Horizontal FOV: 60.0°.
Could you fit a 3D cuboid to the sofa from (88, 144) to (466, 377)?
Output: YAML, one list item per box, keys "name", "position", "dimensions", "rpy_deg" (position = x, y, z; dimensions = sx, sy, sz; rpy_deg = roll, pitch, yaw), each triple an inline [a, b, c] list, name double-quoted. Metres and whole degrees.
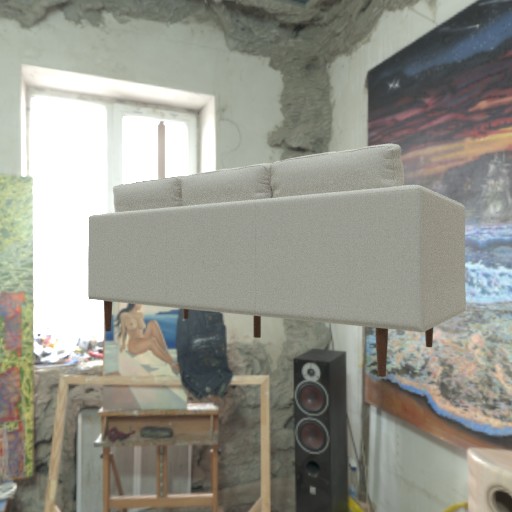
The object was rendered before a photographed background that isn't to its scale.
- name: "sofa"
  position: [0.000, 0.000, 2.478]
  dimensions: [2.029, 0.912, 0.802]
  rpy_deg: [0, 0, 36]
